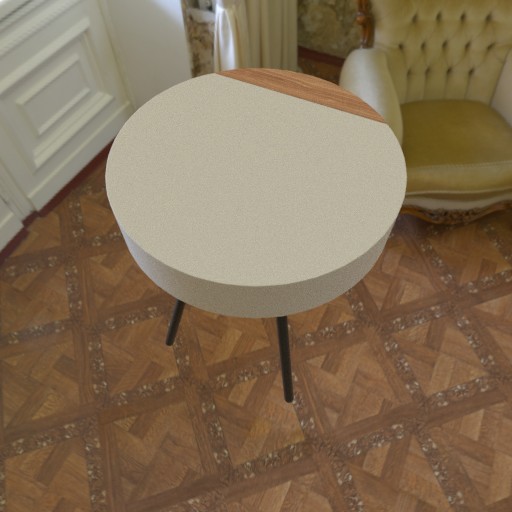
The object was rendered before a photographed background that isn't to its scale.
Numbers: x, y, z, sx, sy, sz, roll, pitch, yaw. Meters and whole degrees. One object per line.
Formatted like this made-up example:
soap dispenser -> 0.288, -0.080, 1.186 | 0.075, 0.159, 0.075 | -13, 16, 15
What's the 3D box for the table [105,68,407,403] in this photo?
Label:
table -> 0.000, 0.000, 0.866 | 0.450, 0.525, 0.450 | 0, 56, 0
